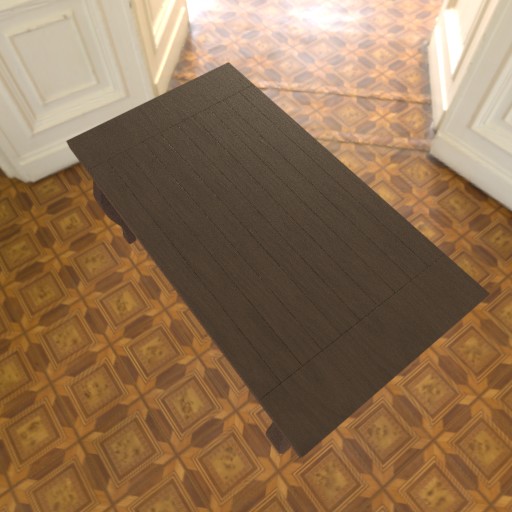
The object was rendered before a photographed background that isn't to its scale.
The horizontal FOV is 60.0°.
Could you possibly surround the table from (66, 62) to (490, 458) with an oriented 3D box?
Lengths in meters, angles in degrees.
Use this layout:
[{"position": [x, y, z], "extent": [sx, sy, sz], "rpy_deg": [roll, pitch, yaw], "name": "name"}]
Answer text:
[{"position": [0.000, 0.000, 1.385], "extent": [0.600, 0.494, 1.062], "rpy_deg": [-34, 66, -18], "name": "table"}]
